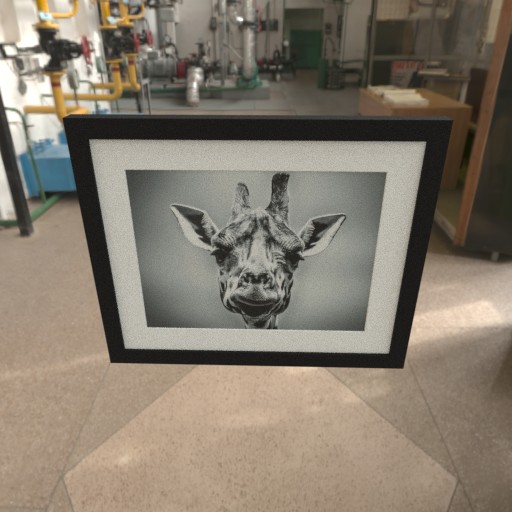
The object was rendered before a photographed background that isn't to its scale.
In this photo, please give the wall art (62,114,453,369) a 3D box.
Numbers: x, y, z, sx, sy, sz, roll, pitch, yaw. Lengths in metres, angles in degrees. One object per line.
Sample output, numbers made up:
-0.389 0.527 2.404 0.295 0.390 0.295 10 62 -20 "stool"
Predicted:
0.000 0.000 0.752 0.558 0.457 0.031 1 28 1 "wall art"
